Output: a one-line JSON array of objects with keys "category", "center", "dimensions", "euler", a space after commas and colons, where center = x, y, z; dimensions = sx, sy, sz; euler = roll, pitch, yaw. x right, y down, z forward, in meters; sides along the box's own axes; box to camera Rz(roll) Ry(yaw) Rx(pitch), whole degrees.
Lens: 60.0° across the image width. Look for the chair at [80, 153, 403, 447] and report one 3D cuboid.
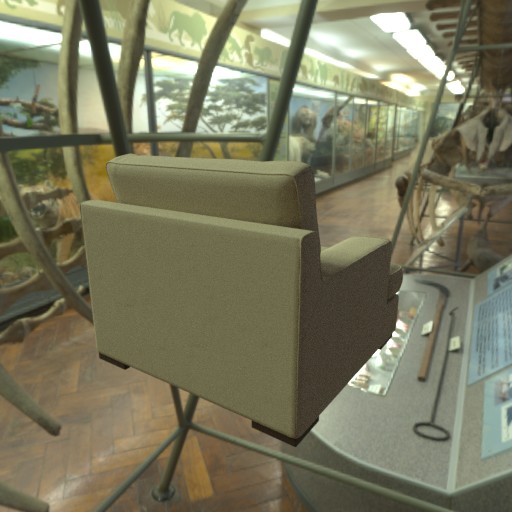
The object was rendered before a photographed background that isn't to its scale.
[{"category": "chair", "center": [0.000, 0.000, 2.208], "dimensions": [1.293, 1.005, 1.274], "euler": [8, 18, 26]}]
